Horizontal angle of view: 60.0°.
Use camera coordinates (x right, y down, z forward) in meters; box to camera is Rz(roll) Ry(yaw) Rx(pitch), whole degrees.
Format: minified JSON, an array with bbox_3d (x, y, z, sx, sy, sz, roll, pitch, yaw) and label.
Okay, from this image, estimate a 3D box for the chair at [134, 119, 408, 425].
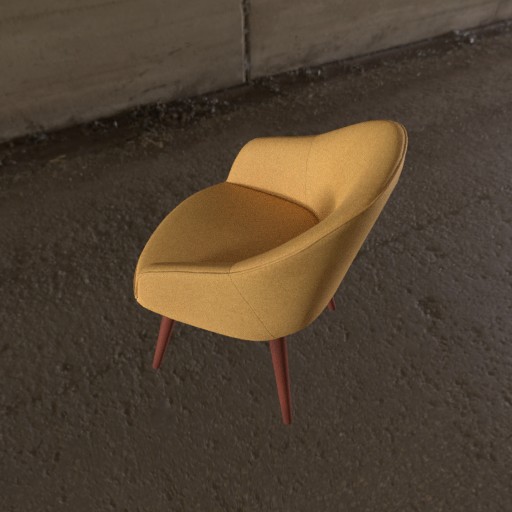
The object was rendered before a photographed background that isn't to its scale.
[{"bbox_3d":[0.000,0.000,1.249,0.635,0.823,0.596,18,49,16],"label":"chair"}]
